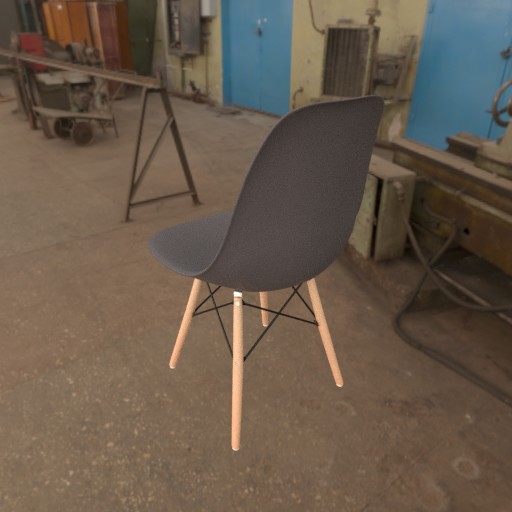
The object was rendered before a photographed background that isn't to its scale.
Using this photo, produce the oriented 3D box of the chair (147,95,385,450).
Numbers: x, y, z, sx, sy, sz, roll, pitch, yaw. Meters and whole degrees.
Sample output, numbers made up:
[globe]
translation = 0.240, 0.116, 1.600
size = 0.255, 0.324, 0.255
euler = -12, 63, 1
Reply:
[chair]
translation = 0.000, 0.000, 1.120
size = 0.470, 0.826, 0.533
euler = -19, 34, -31
